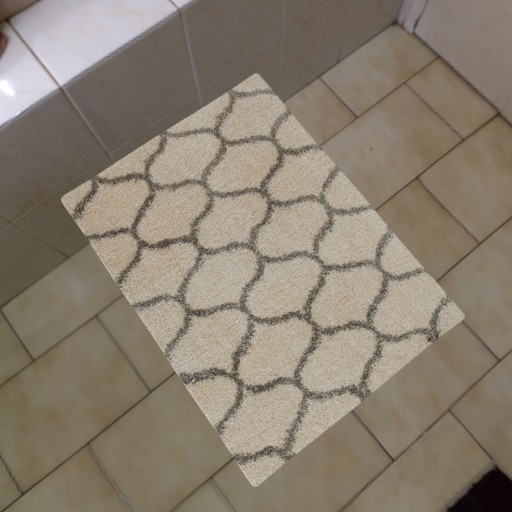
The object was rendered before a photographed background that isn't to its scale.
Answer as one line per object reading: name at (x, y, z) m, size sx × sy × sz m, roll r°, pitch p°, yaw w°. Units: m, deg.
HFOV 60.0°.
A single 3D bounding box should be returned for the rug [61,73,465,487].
rug at (0.000, 0.000, 2.092) m, size 1.200 × 0.025 × 1.600 m, roll -36°, pitch 78°, yaw -9°
